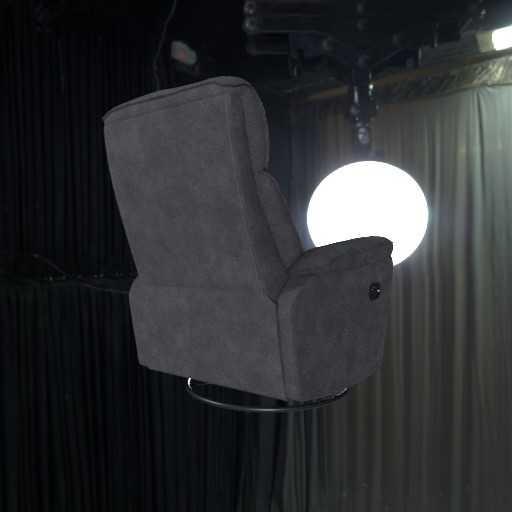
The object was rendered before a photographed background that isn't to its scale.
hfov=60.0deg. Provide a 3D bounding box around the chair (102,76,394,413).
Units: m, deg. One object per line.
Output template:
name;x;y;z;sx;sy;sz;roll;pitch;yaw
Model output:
chair;0.000;0.000;1.717;0.830;1.035;1.009;1;1;36
